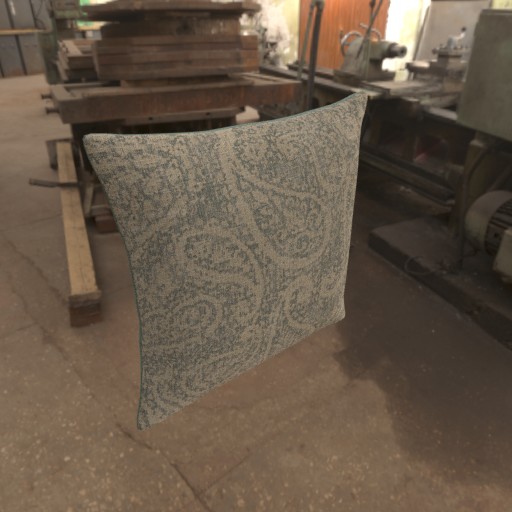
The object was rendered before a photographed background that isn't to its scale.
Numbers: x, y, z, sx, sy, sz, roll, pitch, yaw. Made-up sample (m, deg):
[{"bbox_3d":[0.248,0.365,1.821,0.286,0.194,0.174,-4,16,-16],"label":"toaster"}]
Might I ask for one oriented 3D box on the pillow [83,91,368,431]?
[{"bbox_3d":[0.000,0.000,0.787,0.526,0.507,0.166,-21,36,-33],"label":"pillow"}]
